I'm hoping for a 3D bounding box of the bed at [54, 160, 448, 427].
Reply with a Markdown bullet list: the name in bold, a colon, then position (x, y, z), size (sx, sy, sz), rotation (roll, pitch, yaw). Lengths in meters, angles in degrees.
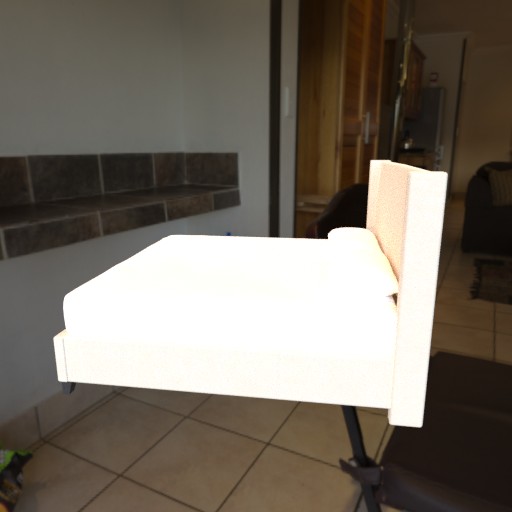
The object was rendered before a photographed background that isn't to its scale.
- **bed**: position (0.000, 0.000, 3.599), size (2.293, 1.471, 2.145), rotation (2, 14, 9)
